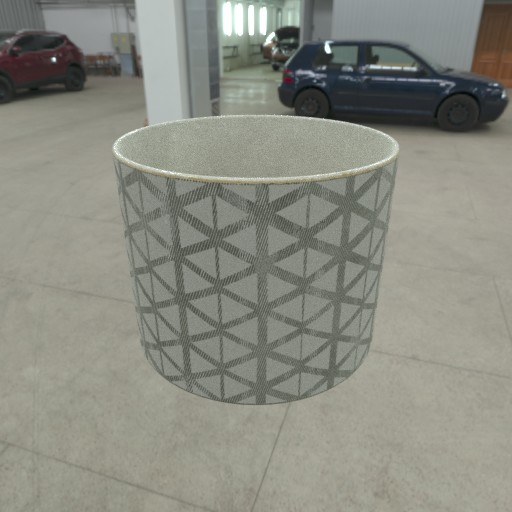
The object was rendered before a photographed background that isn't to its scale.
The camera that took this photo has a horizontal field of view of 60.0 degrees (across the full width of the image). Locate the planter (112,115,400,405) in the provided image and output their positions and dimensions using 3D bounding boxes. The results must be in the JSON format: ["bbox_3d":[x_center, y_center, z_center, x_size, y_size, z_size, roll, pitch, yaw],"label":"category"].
[{"bbox_3d":[0.000,0.000,0.454,0.250,0.239,0.250,0,27,0],"label":"planter"}]
